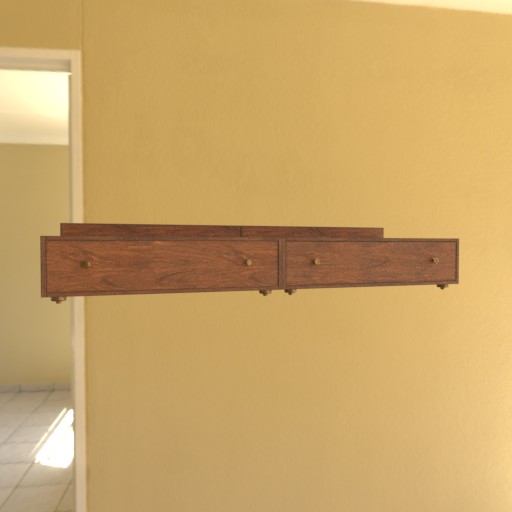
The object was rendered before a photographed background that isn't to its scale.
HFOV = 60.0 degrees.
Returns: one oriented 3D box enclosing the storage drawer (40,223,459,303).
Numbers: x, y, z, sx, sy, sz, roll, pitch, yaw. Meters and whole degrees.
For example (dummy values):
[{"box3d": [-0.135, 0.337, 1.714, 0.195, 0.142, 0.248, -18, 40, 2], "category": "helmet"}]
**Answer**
[{"box3d": [0.000, 0.000, 2.283, 1.914, 0.339, 0.774, 0, 1, -18], "category": "storage drawer"}]
